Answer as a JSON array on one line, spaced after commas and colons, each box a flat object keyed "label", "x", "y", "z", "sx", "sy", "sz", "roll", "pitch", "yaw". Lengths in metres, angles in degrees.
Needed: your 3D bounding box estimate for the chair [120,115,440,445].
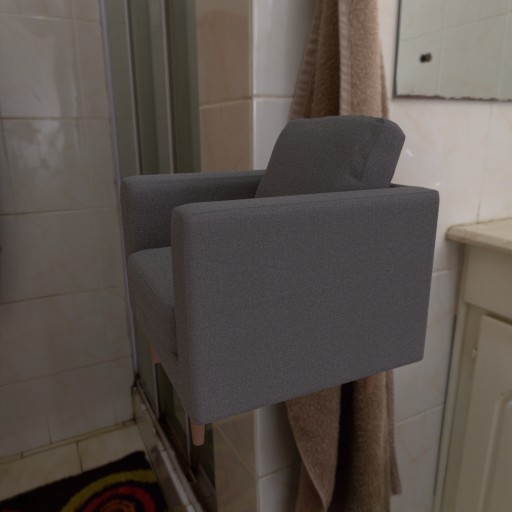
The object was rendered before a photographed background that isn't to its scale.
[{"label": "chair", "x": 0.000, "y": 0.000, "z": 1.529, "sx": 0.800, "sy": 0.927, "sz": 0.854, "roll": -7, "pitch": 17, "yaw": -24}]
